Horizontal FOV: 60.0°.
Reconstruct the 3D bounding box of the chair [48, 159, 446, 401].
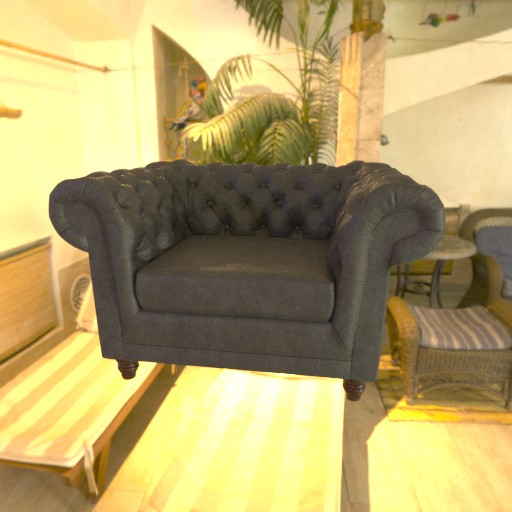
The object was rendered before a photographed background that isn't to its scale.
[{"bbox_3d":[0.000,0.000,1.895,1.298,0.780,0.943,3,15,9],"label":"chair"}]
